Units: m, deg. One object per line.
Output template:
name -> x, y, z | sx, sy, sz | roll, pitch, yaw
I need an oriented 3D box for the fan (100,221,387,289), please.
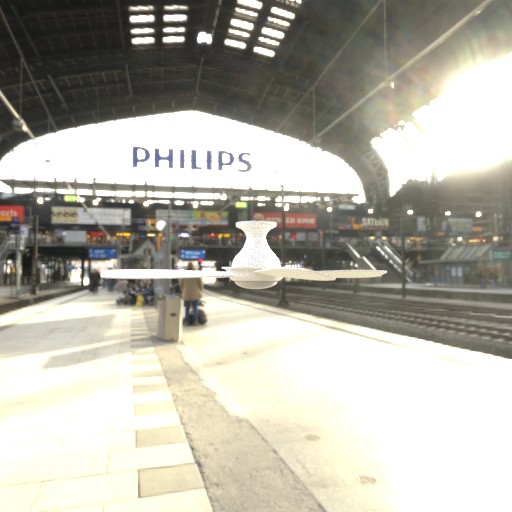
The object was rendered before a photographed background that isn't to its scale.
fan -> 0.000, 0.000, 2.560 | 1.693, 0.382, 1.694 | 1, -2, -18
